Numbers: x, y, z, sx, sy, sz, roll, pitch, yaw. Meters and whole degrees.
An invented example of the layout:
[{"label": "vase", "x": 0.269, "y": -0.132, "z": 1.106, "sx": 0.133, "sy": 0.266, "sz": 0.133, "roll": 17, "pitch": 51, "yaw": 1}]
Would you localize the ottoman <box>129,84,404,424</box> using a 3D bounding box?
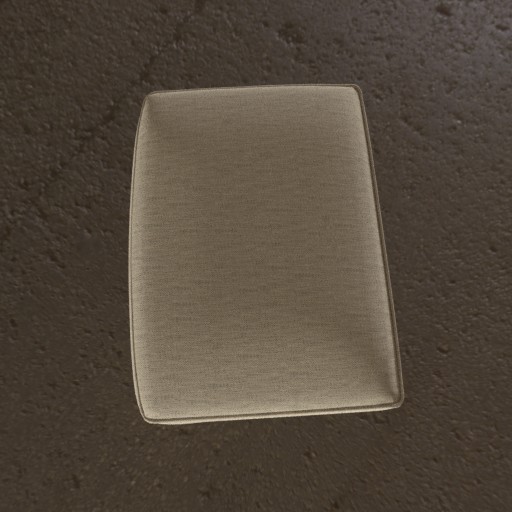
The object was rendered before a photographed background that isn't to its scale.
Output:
[{"label": "ottoman", "x": 0.000, "y": 0.000, "z": 1.172, "sx": 0.594, "sy": 0.465, "sz": 0.794, "roll": -3, "pitch": 75, "yaw": -1}]
